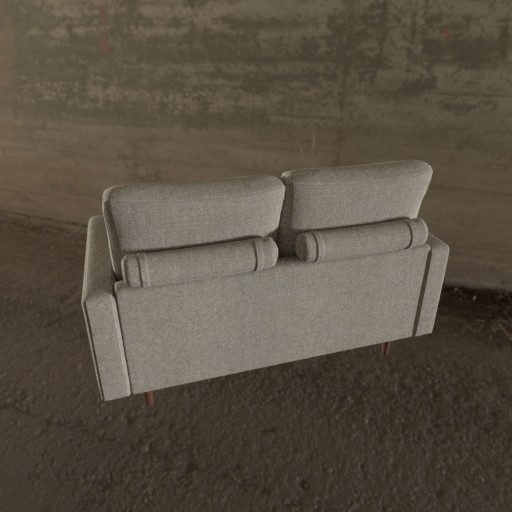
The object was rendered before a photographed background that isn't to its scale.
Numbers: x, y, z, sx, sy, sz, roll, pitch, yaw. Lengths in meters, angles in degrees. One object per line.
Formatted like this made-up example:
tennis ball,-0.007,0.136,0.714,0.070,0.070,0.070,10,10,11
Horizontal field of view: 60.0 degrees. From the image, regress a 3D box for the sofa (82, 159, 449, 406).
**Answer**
sofa,0.000,0.000,1.976,1.407,0.907,0.842,-8,28,-15
